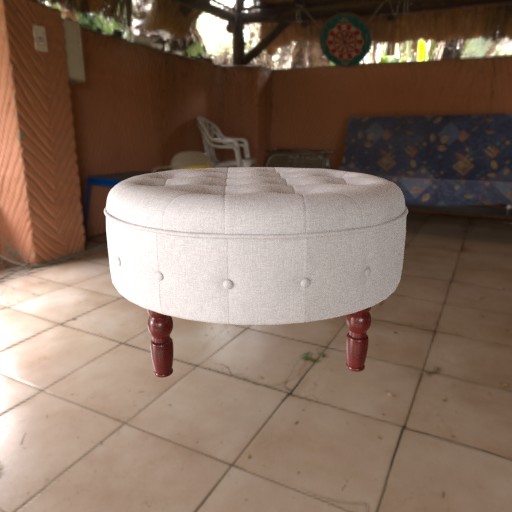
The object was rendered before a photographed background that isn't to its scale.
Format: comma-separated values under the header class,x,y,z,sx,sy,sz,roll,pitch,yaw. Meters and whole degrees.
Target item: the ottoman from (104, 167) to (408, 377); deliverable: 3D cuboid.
class,x,y,z,sx,sy,sz,roll,pitch,yaw
ottoman,0.000,0.000,1.347,0.849,0.478,0.849,0,16,0
